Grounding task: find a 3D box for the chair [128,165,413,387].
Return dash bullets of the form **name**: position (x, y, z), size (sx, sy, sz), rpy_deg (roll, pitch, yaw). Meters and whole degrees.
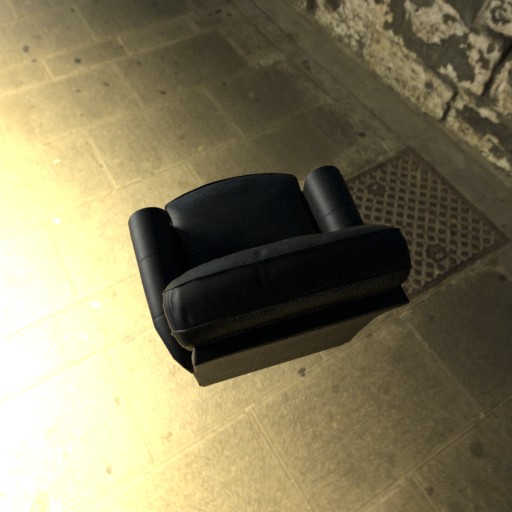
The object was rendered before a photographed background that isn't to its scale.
- **chair**: position (0.000, 0.000, 1.812), size (0.936, 1.018, 0.986), rpy_deg (-15, 59, -9)
